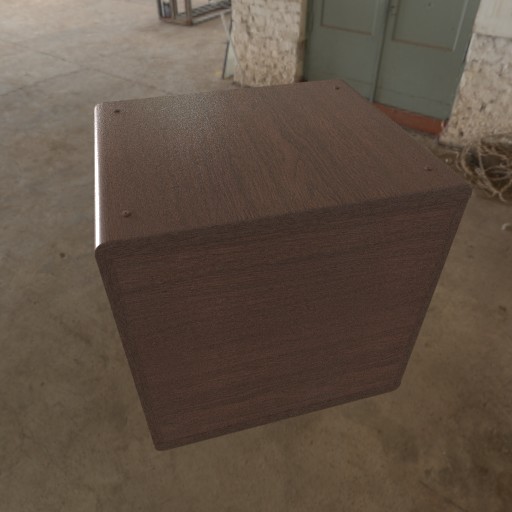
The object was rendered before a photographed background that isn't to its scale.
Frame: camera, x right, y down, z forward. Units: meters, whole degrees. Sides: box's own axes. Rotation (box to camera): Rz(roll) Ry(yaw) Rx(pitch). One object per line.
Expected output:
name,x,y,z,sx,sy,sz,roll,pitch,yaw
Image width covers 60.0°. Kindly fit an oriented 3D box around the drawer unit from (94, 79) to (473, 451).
drawer unit,0.000,0.000,0.593,0.344,0.344,0.290,-10,42,-12
